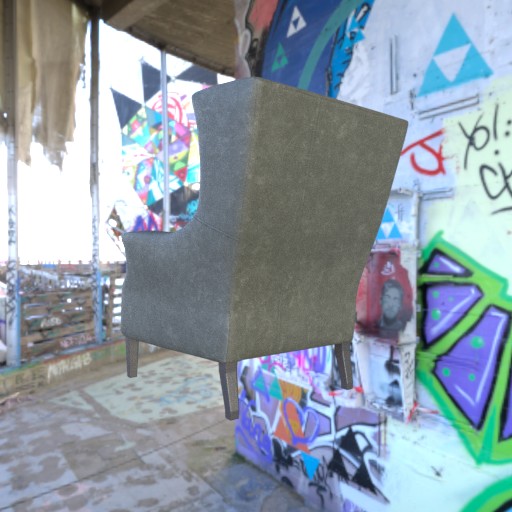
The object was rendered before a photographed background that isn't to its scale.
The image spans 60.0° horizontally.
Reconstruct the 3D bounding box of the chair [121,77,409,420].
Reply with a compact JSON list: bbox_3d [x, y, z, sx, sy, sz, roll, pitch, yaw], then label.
[{"bbox_3d":[0.000,0.000,1.733,0.853,1.016,0.926,0,0,-36],"label":"chair"}]
